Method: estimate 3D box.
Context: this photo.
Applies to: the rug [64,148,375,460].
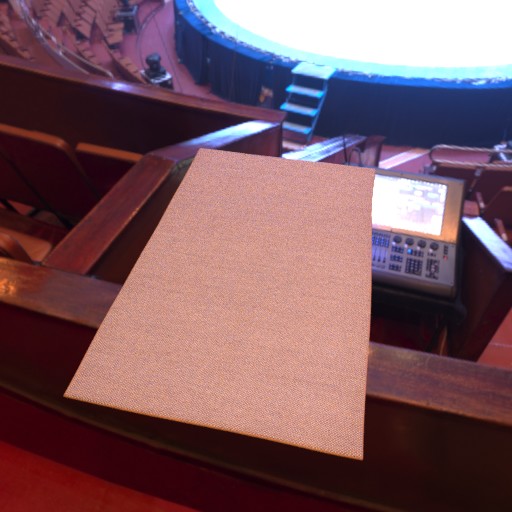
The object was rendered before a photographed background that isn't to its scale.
[{"bbox_3d":[0.000,0.000,2.090,1.078,0.013,1.678,9,46,8],"label":"rug"}]
